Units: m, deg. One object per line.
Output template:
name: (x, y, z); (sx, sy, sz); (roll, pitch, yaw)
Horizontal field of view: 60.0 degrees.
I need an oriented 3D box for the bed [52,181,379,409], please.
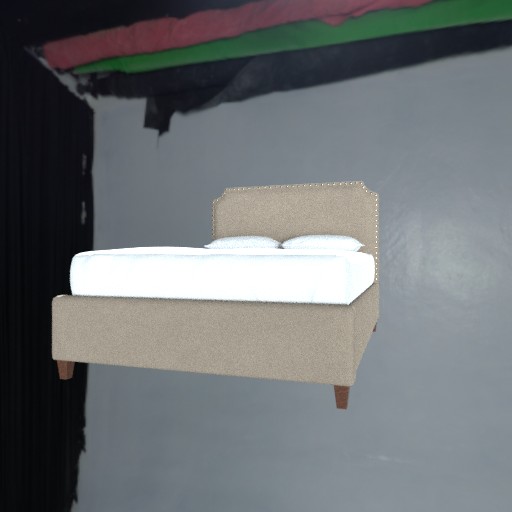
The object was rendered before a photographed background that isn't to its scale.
bed: (0.000, 0.000, 3.366); (1.703, 1.415, 2.329); (0, 0, 18)
